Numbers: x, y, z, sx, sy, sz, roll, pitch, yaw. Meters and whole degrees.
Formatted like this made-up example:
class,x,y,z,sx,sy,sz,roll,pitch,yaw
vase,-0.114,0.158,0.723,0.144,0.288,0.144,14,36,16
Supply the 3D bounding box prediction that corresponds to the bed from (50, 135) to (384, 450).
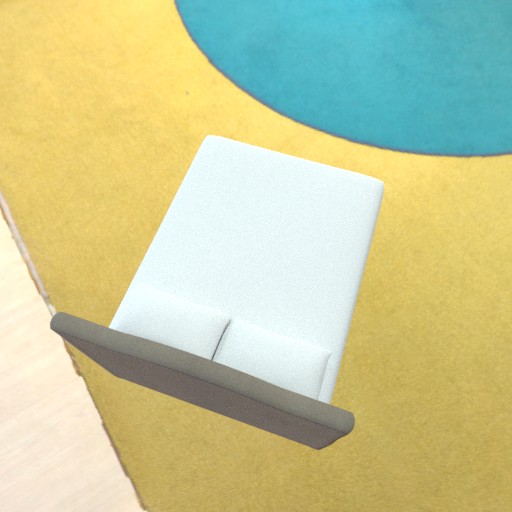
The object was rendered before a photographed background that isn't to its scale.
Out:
class,x,y,z,sx,sy,sz,roll,pitch,yaw
bed,0.000,0.000,3.269,1.744,1.441,2.128,17,65,8
